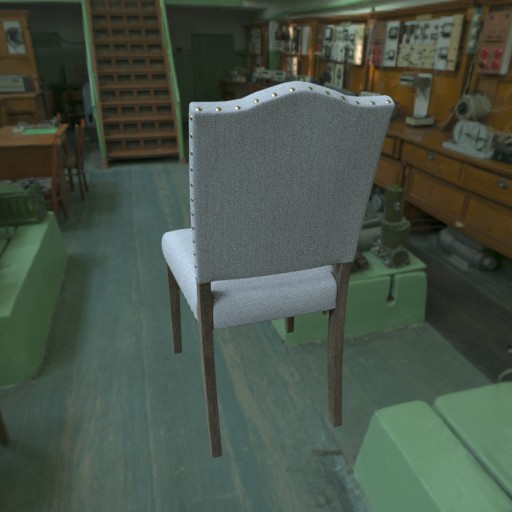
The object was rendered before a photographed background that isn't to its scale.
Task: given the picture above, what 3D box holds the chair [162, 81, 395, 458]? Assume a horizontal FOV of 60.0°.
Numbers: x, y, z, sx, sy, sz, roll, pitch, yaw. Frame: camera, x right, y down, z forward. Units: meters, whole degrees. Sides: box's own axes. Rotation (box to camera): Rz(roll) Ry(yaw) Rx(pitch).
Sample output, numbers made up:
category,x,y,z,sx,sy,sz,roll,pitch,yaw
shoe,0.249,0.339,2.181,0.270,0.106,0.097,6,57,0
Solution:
category,x,y,z,sx,sy,sz,roll,pitch,yaw
chair,0.000,0.000,1.336,0.508,1.020,0.620,-8,27,-15
